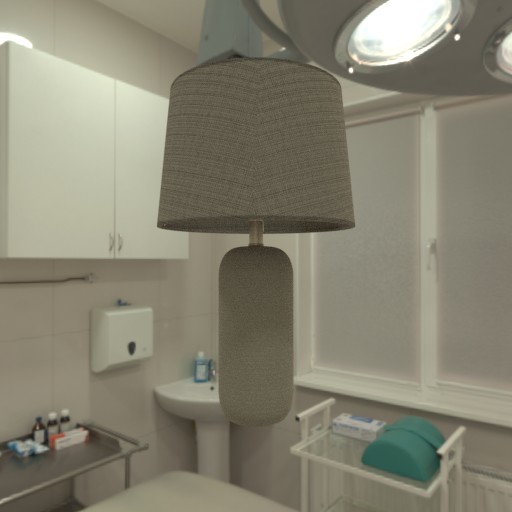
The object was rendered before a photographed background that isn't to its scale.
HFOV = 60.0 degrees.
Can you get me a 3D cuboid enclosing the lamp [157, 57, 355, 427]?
[{"bbox_3d":[0.000,0.000,0.838,0.367,0.609,0.367,0,-1,0],"label":"lamp"}]
